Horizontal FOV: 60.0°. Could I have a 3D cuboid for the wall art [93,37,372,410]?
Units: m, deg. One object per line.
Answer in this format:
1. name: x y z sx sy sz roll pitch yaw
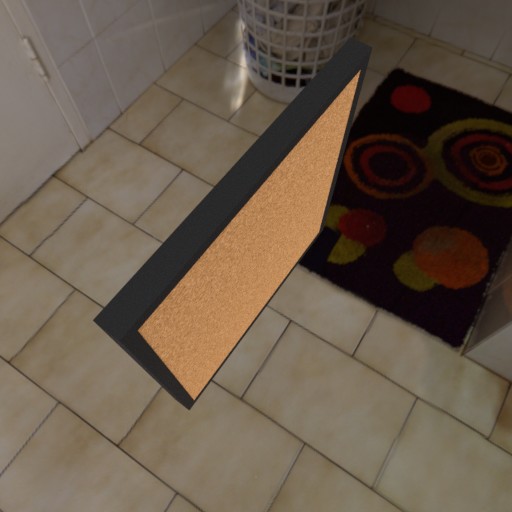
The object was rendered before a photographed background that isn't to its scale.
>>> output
1. wall art: 0.000 0.000 0.749 0.036 0.503 0.506 32 68 15
